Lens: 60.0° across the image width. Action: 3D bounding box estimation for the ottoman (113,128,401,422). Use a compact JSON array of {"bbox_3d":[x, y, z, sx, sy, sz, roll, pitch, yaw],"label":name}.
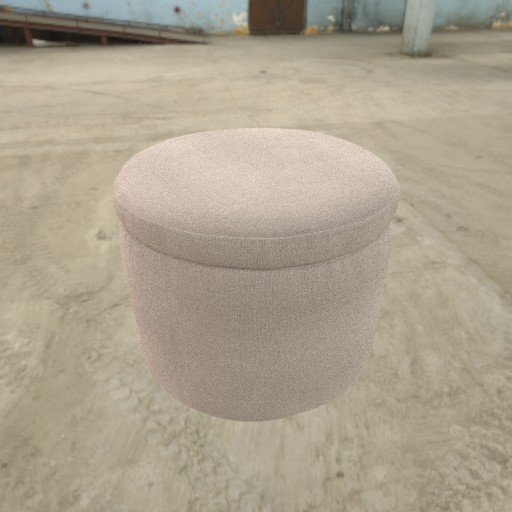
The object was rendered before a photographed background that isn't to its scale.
[{"bbox_3d":[0.000,0.000,0.870,0.497,0.409,0.497,0,31,0],"label":"ottoman"}]
